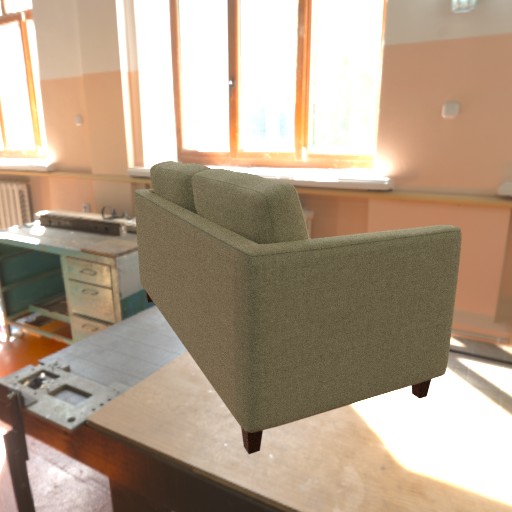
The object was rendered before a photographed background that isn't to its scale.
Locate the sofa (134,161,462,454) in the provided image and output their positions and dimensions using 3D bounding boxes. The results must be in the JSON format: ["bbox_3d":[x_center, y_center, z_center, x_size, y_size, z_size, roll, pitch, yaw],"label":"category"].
[{"bbox_3d":[0.000,0.000,2.389,0.950,0.963,1.884,-7,16,-24],"label":"sofa"}]
